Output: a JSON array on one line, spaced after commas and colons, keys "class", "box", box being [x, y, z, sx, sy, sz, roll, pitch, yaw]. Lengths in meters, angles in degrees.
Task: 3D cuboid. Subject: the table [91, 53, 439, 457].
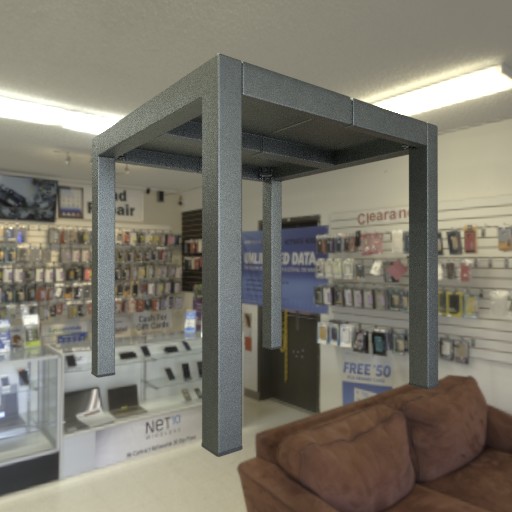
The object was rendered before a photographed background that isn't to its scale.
[{"class": "table", "box": [0.000, 0.000, 0.910, 0.508, 0.508, 0.508, 0, 0, -37]}]
